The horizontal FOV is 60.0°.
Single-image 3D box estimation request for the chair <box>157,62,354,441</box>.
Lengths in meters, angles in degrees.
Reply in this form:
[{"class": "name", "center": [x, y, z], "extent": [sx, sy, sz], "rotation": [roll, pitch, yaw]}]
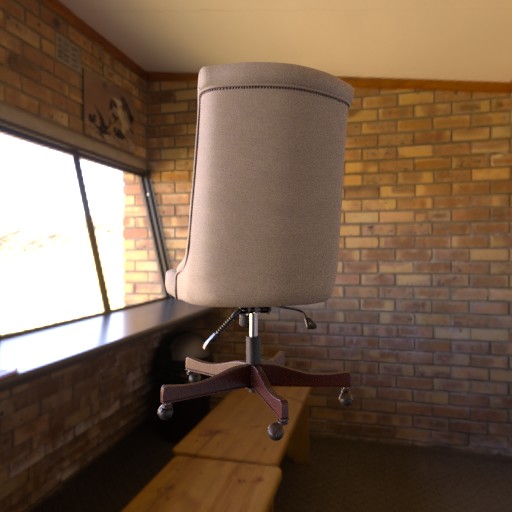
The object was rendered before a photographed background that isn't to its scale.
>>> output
[{"class": "chair", "center": [0.000, 0.000, 1.470], "extent": [0.645, 1.010, 0.696], "rotation": [0, 1, -17]}]
